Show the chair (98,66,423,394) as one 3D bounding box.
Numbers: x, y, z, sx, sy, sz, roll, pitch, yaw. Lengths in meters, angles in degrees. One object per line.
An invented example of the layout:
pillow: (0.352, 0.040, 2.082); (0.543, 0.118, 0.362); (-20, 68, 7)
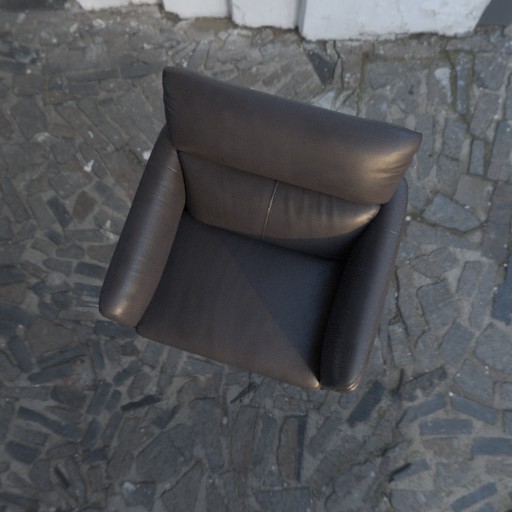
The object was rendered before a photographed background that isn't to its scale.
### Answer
chair: (0.000, 0.000, 1.652); (0.976, 0.949, 0.809); (17, 75, 4)
